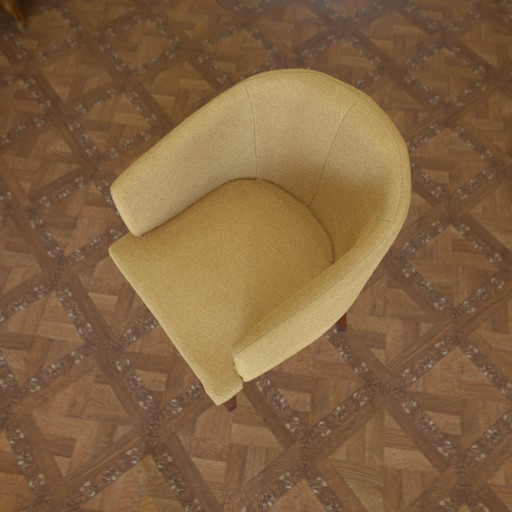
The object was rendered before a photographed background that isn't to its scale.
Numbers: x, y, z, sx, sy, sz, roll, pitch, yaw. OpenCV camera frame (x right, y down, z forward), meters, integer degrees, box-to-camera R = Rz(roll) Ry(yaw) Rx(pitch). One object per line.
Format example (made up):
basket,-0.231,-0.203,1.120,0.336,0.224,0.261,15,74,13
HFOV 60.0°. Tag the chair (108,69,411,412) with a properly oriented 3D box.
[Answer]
chair,0.000,0.000,1.256,0.655,0.811,0.583,-35,69,-16
